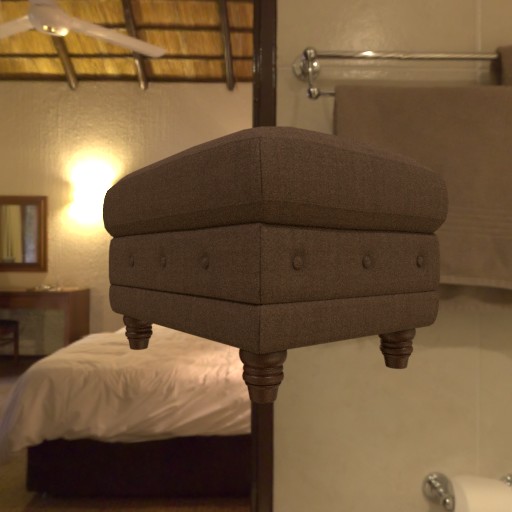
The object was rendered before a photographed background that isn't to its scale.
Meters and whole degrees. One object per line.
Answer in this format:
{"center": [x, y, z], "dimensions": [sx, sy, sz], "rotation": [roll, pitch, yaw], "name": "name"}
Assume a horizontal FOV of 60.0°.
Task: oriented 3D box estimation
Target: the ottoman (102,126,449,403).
{"center": [0.000, 0.000, 1.215], "dimensions": [0.599, 0.555, 0.809], "rotation": [0, 0, -37], "name": "ottoman"}
